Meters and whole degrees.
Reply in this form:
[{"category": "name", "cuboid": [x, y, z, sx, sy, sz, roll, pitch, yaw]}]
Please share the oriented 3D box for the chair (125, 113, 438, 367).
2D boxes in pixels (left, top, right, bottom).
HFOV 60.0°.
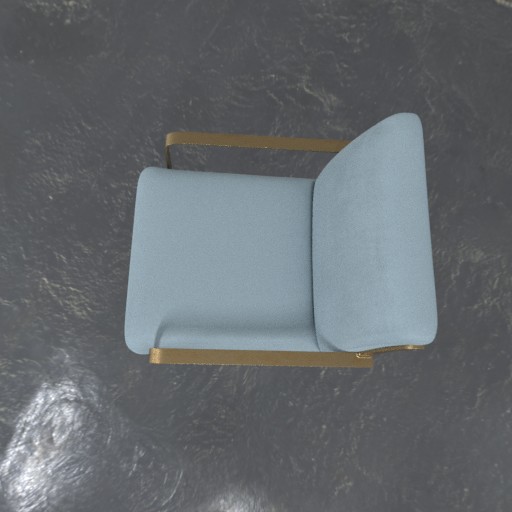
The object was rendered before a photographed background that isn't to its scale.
[{"category": "chair", "cuboid": [0.000, 0.000, 1.463, 0.842, 0.824, 0.701, 1, 76, 0]}]
